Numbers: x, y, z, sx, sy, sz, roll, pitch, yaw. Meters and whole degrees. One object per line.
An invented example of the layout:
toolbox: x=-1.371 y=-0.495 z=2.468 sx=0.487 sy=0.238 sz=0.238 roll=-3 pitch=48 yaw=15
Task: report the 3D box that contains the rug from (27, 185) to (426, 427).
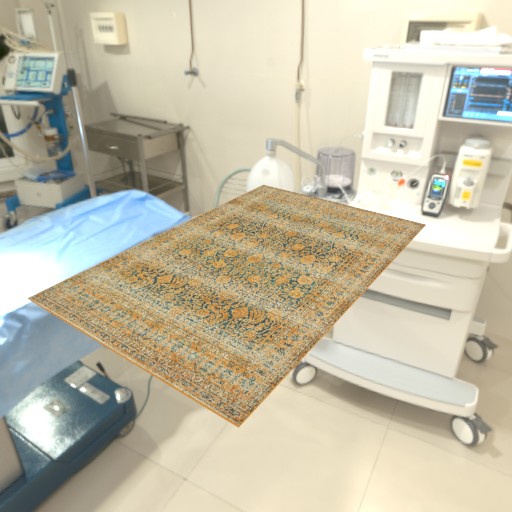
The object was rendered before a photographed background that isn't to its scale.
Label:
rug: x=0.000 y=0.000 z=2.957 sx=1.525 sy=0.007 sz=2.336 roll=19 pitch=34 yaw=31
